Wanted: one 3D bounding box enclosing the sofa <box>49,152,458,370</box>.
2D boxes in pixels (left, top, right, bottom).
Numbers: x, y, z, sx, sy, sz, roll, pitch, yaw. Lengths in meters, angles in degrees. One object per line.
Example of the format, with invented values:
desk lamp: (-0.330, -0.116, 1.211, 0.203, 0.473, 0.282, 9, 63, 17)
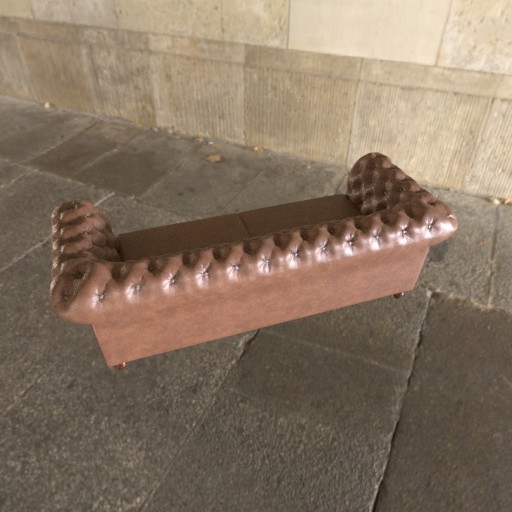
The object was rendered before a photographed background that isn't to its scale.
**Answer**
sofa: (0.000, 0.000, 2.884, 2.385, 0.783, 0.944, -12, 40, -14)
